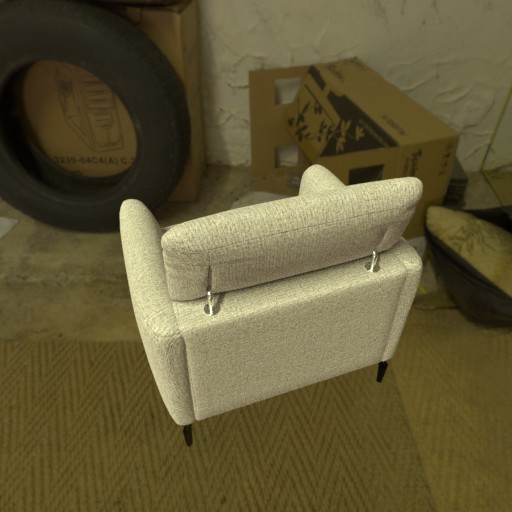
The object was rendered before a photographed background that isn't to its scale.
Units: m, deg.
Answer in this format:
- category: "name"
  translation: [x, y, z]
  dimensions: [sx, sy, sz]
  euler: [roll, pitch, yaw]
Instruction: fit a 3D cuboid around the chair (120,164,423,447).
- category: "chair"
  translation: [0.000, 0.000, 1.721]
  dimensions: [0.972, 0.967, 0.835]
  euler: [-13, 43, -15]
